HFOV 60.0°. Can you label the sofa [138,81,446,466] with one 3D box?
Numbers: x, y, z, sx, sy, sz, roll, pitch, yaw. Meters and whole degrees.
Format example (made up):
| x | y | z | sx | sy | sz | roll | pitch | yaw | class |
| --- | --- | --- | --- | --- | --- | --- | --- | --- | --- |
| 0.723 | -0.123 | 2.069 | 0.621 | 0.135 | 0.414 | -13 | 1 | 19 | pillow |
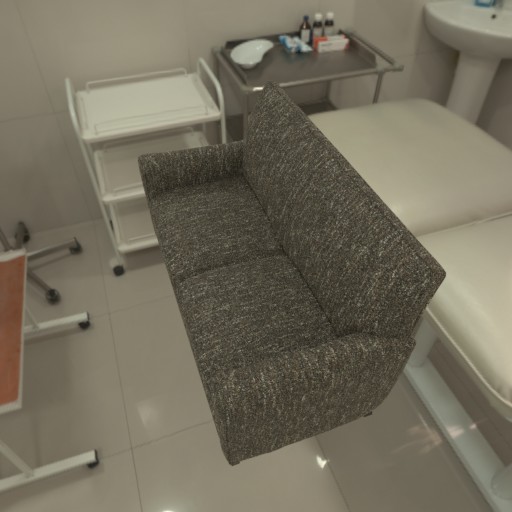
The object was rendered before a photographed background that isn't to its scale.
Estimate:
| x | y | z | sx | sy | sz | roll | pitch | yaw | class |
| --- | --- | --- | --- | --- | --- | --- | --- | --- | --- |
| 0.000 | 0.000 | 2.065 | 0.801 | 0.946 | 1.519 | -15 | 48 | -14 | sofa |
